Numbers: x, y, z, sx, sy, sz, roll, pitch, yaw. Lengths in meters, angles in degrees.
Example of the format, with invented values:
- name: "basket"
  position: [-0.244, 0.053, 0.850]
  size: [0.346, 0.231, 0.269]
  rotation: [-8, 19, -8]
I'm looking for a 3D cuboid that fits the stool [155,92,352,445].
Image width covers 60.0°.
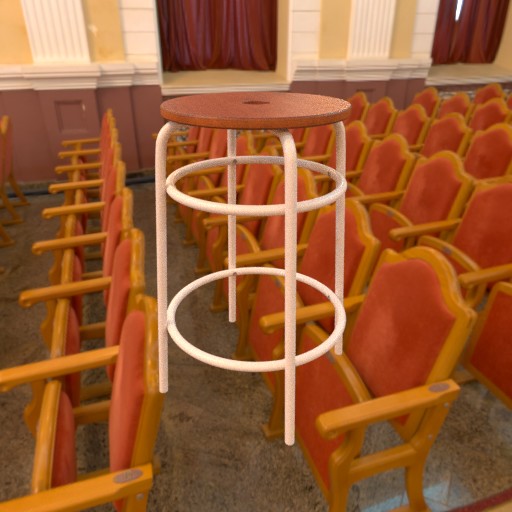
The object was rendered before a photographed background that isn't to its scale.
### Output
- name: "stool"
  position: [0.000, 0.000, 0.924]
  size: [0.455, 0.610, 0.455]
  rotation: [-8, 27, -16]
